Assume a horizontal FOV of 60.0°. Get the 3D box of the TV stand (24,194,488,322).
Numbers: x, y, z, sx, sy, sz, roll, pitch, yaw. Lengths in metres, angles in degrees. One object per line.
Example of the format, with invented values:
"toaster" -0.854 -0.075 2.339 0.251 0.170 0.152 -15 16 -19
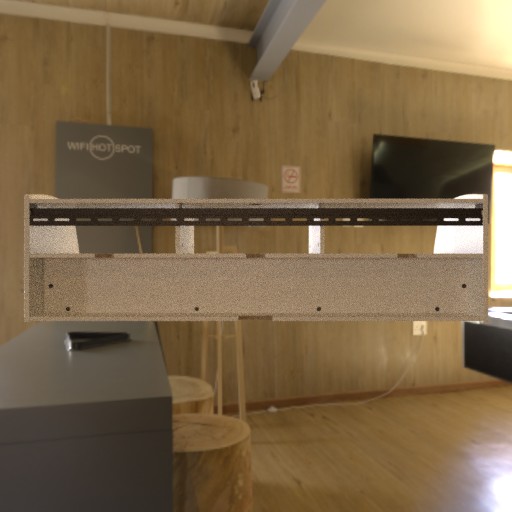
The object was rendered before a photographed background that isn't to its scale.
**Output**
"TV stand" 0.000 0.000 1.605 1.473 0.424 0.397 0 0 0
